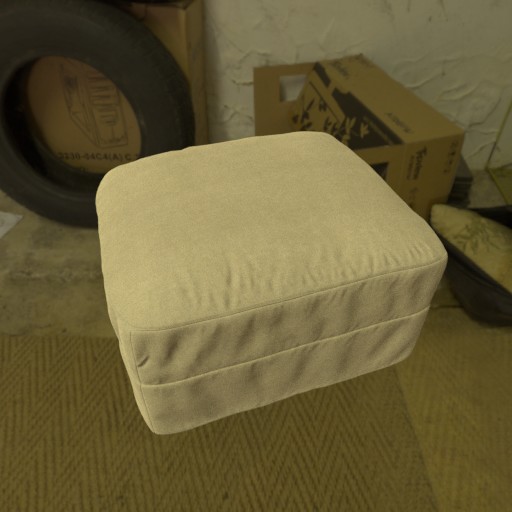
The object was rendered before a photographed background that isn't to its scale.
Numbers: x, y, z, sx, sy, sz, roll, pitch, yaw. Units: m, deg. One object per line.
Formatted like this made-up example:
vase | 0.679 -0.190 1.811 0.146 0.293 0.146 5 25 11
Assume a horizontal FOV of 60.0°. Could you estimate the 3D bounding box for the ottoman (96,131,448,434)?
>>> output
ottoman | 0.000 0.000 1.100 0.712 0.480 0.584 -13 43 -14
